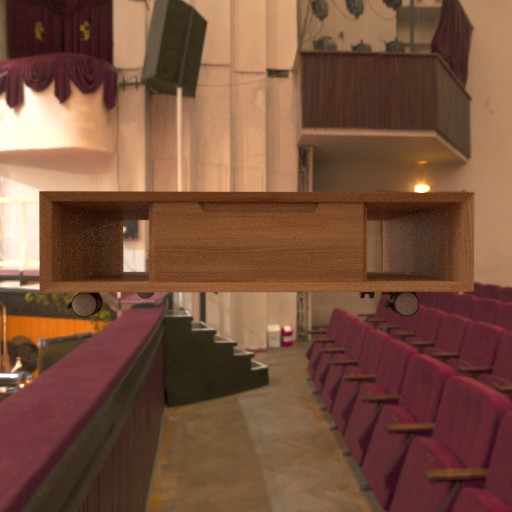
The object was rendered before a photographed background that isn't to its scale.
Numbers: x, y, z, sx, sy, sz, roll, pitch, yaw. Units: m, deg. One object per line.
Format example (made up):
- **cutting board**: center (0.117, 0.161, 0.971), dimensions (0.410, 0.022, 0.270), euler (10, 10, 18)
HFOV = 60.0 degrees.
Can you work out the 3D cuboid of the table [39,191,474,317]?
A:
- **table**: center (0.000, 0.000, 1.471), dimensions (1.100, 0.330, 0.700), euler (0, 0, -1)
